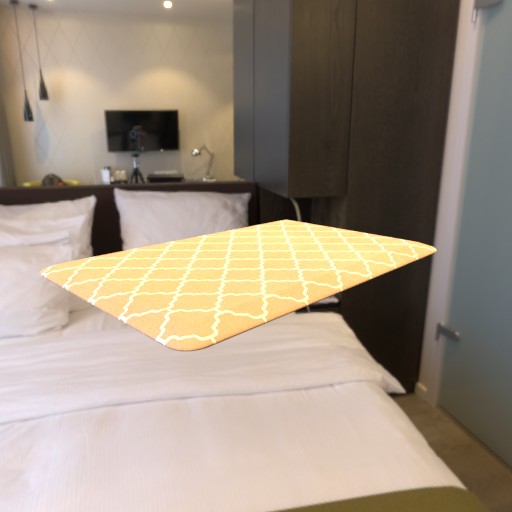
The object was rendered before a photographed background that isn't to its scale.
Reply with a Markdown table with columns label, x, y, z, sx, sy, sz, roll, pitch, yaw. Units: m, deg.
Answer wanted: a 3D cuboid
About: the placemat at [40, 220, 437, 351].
| label | x | y | z | sx | sy | sz | roll | pitch | yaw |
| --- | --- | --- | --- | --- | --- | --- | --- | --- | --- |
| placemat | 0.000 | 0.000 | 0.980 | 0.762 | 0.021 | 0.508 | -15 | 21 | -43 |
